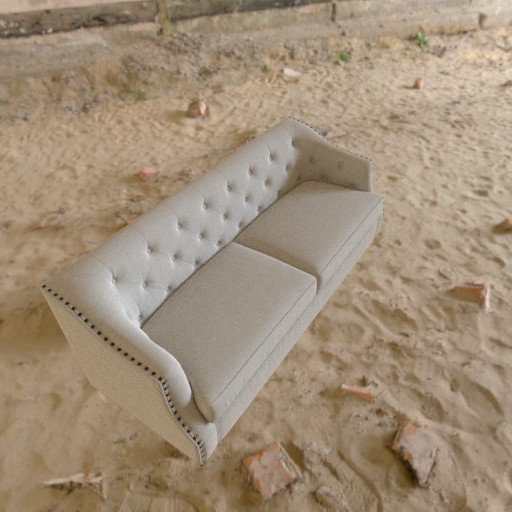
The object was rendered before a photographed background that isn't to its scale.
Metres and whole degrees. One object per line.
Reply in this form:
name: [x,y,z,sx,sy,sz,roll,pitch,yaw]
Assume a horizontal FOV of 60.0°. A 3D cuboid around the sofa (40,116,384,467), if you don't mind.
sofa: [0.000,0.000,2.806,0.914,0.901,2.235,24,47,25]
